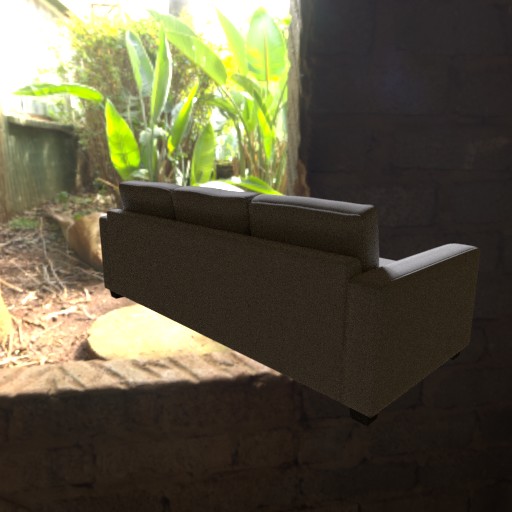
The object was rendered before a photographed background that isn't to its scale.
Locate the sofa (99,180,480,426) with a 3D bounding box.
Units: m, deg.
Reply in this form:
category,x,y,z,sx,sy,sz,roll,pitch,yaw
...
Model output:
category,x,y,z,sx,sy,sz,roll,pitch,yaw
sofa,0.000,0.000,2.533,0.900,0.800,2.120,-13,19,-42
